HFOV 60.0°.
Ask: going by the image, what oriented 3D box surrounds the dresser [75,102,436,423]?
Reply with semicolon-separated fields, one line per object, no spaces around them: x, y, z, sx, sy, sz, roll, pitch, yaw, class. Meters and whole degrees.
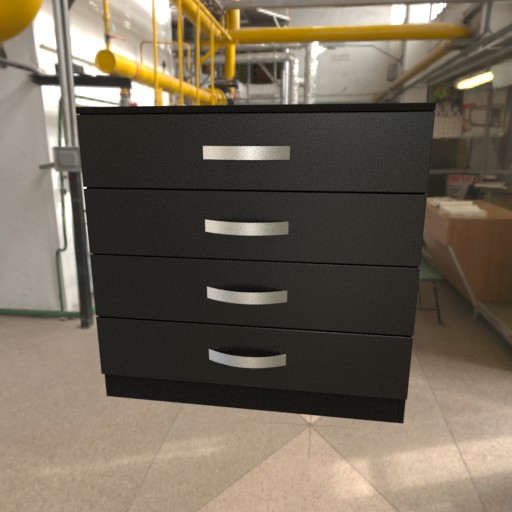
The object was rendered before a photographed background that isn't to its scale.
0.000;0.000;1.146;0.750;0.720;0.360;2;15;9;dresser
